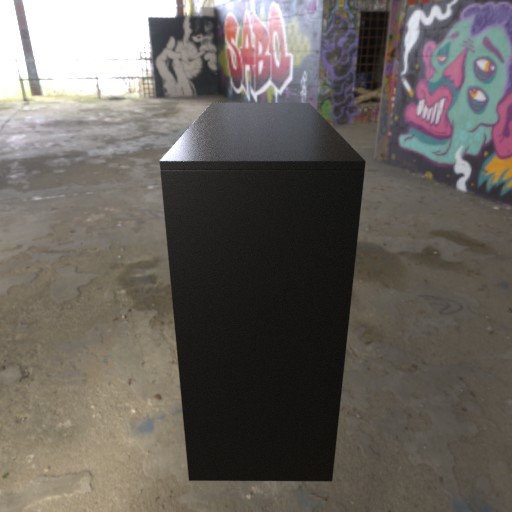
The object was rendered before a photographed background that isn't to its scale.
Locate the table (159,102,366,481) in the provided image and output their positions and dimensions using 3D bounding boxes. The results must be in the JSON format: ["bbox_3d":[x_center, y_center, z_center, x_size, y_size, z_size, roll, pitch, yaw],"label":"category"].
[{"bbox_3d":[0.000,0.000,1.347,0.380,0.790,0.930,0,25,0],"label":"table"}]
